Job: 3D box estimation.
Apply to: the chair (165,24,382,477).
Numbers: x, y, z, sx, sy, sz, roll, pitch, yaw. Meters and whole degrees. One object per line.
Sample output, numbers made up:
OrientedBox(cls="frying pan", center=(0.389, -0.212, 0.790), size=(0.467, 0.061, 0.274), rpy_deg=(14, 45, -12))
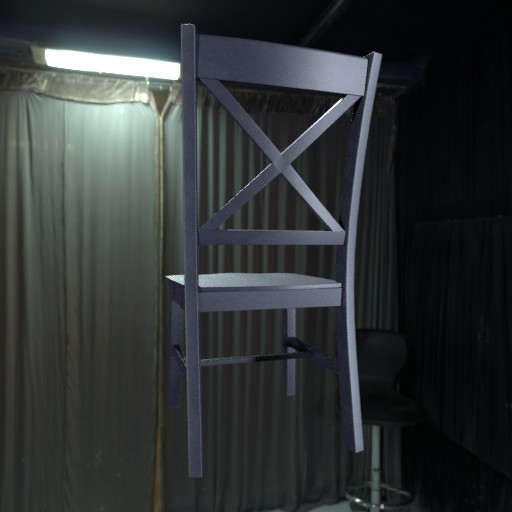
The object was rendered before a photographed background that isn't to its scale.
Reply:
OrientedBox(cls="chair", center=(0.000, 0.000, 1.245), size=(0.485, 0.983, 0.542), rpy_deg=(0, 1, -18))
